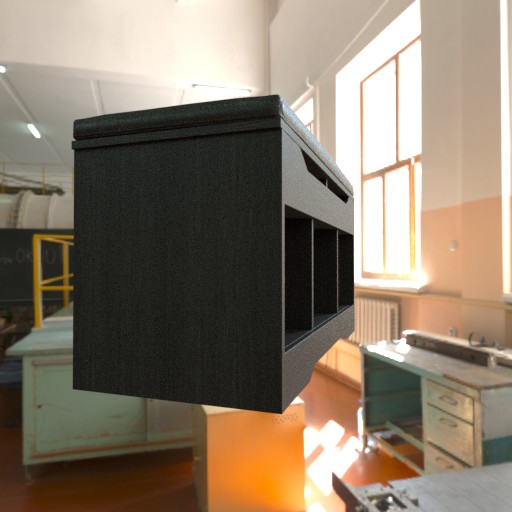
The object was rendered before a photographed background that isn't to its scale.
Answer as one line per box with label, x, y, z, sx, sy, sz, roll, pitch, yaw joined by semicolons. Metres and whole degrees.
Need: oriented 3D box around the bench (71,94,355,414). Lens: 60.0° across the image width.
bench;0.000;0.000;1.169;0.401;0.501;0.905;0;-1;20
